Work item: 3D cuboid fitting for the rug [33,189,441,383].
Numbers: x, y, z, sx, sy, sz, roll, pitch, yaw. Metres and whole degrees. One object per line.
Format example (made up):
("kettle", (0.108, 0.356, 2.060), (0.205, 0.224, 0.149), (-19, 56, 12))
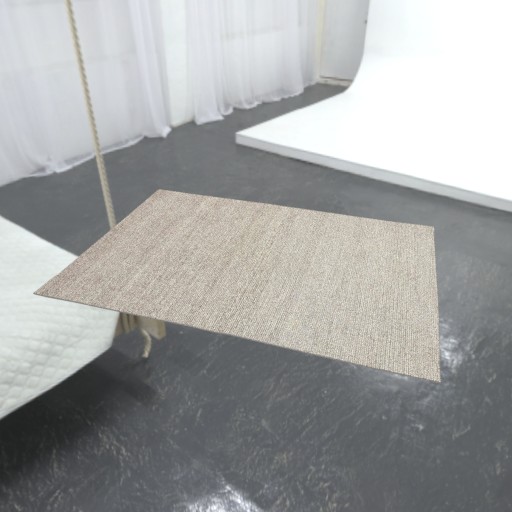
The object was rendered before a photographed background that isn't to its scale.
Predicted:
("rug", (0.000, 0.000, 3.022), (2.342, 0.030, 1.609), (10, 34, 15))
